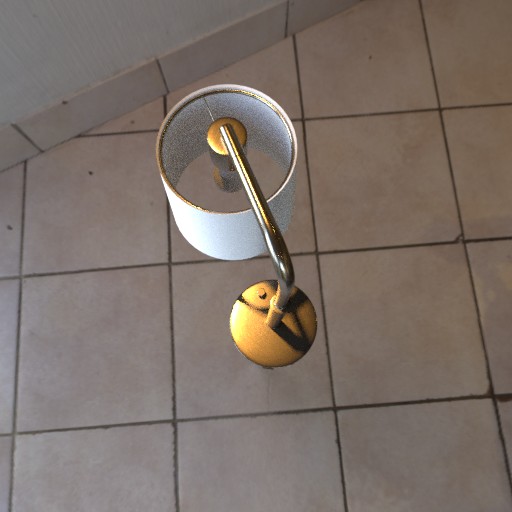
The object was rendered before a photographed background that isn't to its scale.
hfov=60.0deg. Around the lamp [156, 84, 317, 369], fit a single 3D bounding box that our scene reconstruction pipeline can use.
[{"bbox_3d":[0.000,0.000,0.631,0.171,0.489,0.333,-22,78,-5],"label":"lamp"}]
